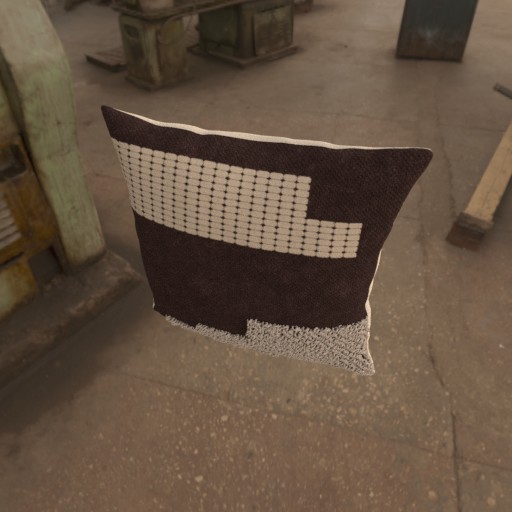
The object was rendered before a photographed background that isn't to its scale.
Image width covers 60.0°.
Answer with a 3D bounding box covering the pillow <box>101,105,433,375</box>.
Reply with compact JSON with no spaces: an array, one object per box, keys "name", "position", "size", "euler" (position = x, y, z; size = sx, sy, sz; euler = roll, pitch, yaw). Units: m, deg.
[{"name":"pillow","position":[0.000,0.000,0.752],"size":[0.475,0.473,0.178],"euler":[12,42,13]}]
